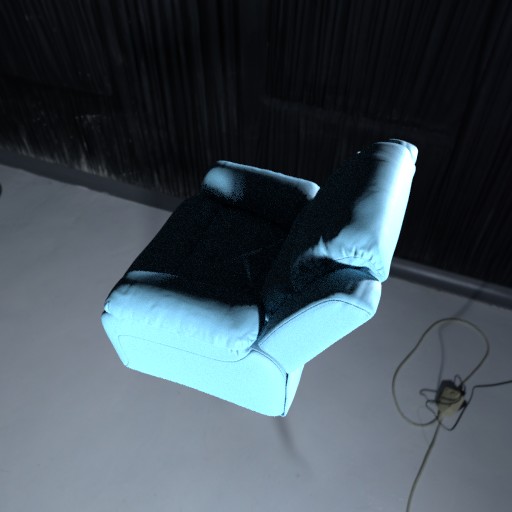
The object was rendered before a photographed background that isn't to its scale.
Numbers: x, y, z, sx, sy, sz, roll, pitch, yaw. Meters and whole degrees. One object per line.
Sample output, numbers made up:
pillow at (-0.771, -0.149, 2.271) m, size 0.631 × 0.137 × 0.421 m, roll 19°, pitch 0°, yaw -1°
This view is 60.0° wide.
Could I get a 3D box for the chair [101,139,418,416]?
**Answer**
chair at (0.000, 0.000, 1.271) m, size 0.709 × 0.702 × 0.680 m, roll 16°, pitch 49°, yaw 15°
